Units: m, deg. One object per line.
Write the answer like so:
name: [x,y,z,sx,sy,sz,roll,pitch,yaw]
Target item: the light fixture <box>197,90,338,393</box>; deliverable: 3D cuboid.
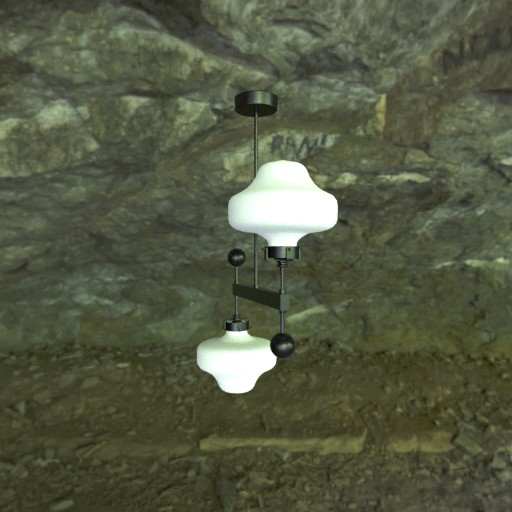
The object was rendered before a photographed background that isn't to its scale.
light fixture: [0.000,0.000,1.044,0.489,0.743,0.422,0,0,35]
